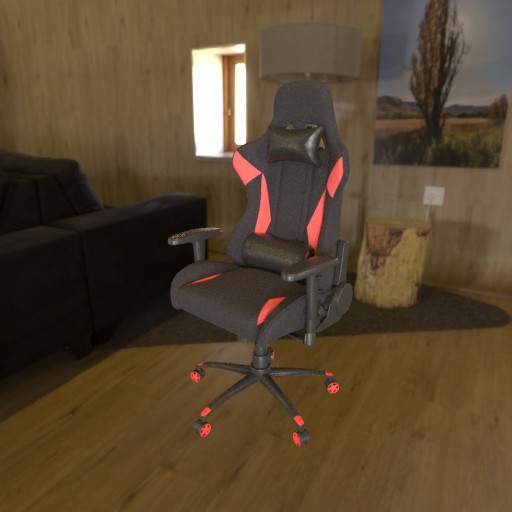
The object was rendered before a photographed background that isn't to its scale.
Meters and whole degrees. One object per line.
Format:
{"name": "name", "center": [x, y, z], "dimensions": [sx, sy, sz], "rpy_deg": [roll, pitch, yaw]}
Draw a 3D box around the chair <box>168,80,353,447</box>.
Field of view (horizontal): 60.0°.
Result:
{"name": "chair", "center": [0.000, 0.000, 1.752], "dimensions": [0.695, 1.326, 0.658], "rpy_deg": [16, 23, 42]}
